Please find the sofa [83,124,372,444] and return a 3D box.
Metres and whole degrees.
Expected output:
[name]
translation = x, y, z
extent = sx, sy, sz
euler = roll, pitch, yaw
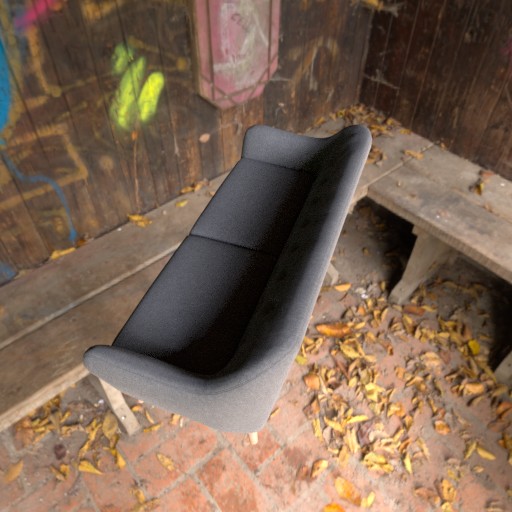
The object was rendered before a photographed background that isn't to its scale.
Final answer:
[sofa]
translation = 0.000, 0.000, 2.300
extent = 0.820, 0.820, 1.840
euler = 15, 48, 14
